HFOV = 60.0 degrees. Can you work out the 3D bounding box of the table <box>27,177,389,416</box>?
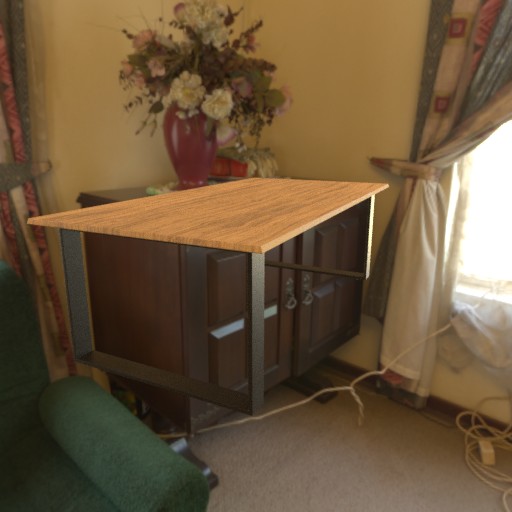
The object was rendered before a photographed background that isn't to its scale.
[{"bbox_3d":[0.000,0.000,1.655,0.693,0.445,1.331,7,17,26],"label":"table"}]
